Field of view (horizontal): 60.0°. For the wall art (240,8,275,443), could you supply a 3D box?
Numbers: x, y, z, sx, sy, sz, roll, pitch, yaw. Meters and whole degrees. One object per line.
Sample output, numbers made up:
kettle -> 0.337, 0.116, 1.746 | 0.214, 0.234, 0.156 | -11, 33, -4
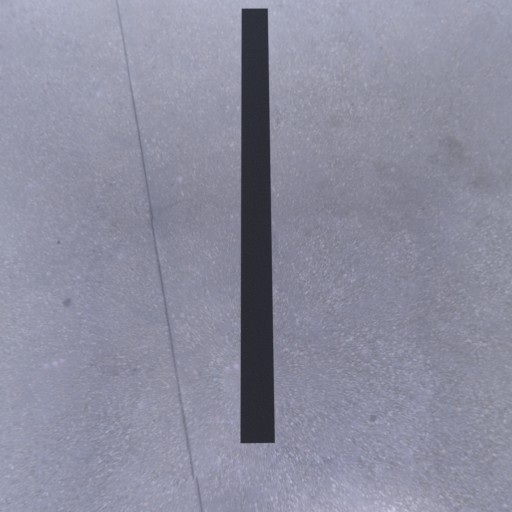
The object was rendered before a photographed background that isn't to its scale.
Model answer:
wall art -> 0.000, 0.000, 0.736 | 0.033, 0.507, 0.508 | 0, 75, 0
